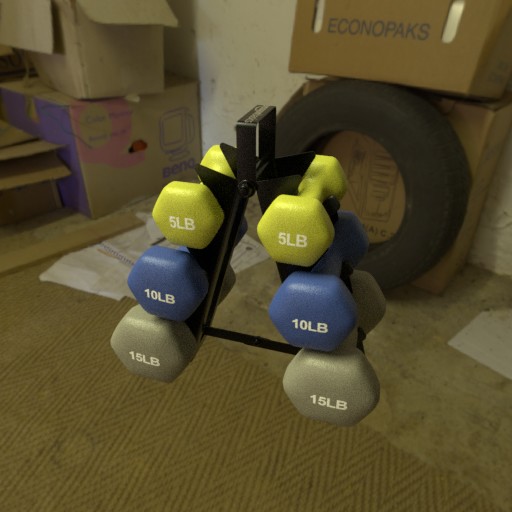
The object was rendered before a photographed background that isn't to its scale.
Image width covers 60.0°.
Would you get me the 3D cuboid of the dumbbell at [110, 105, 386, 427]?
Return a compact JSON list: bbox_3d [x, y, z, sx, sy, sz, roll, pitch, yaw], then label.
[{"bbox_3d":[0.000,0.000,0.672,0.416,0.426,0.261,9,33,14],"label":"dumbbell"}]
